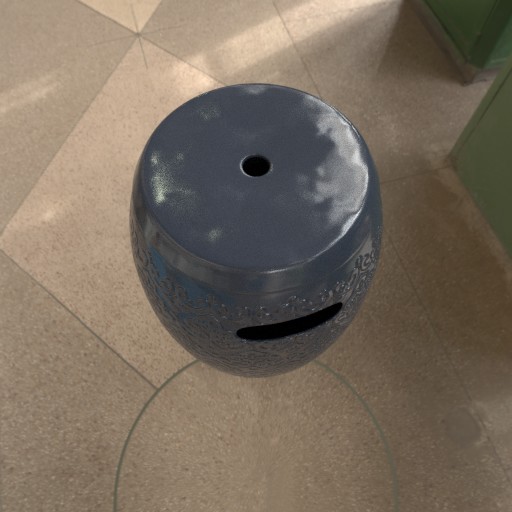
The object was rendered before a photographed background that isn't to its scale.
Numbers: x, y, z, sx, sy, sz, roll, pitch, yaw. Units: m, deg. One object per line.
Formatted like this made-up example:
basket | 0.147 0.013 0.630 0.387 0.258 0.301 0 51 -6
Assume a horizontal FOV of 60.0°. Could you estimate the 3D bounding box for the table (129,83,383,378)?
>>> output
table | 0.000 0.000 0.610 0.309 0.397 0.309 0 63 0
